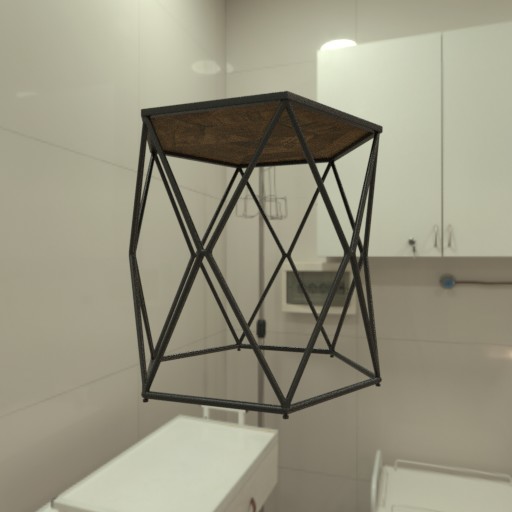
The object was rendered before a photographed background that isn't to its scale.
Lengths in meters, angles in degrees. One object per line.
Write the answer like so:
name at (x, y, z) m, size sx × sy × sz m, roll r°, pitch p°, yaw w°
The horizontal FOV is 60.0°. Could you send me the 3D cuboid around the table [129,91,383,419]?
table at (0.000, 0.000, 1.050) m, size 0.578 × 0.564 × 0.579 m, roll 0°, pitch 0°, yaw 19°
